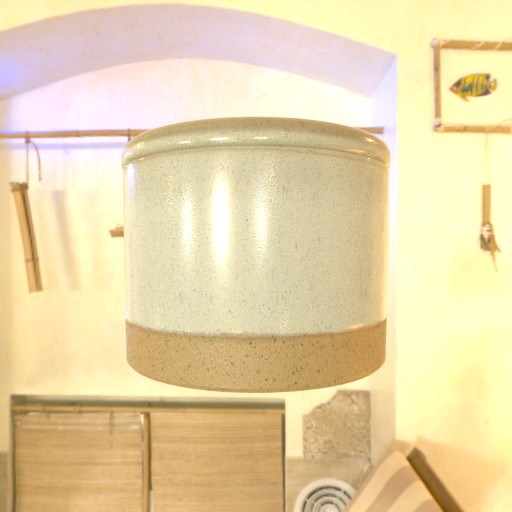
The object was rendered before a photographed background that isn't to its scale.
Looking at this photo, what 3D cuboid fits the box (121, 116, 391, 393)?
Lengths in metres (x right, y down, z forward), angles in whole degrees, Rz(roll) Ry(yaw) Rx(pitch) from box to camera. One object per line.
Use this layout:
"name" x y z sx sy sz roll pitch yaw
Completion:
"box" 0.000 0.000 0.265 0.154 0.123 0.154 0 0 0
